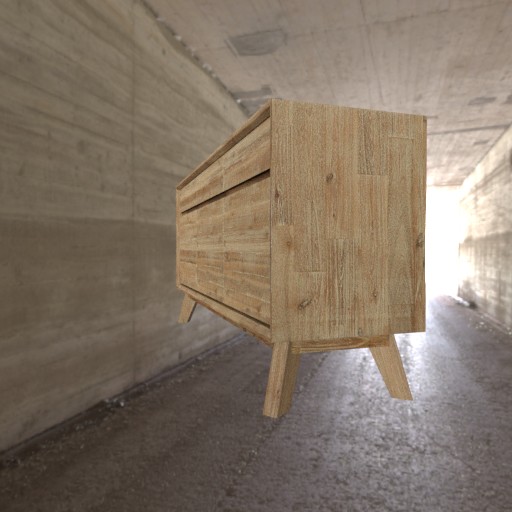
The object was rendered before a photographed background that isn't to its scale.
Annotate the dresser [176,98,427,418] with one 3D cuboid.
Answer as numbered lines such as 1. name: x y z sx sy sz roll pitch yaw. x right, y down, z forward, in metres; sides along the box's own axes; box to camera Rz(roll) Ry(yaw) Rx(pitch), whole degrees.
1. dresser: 0.000 0.000 1.906 0.455 0.788 1.602 0 1 -18
